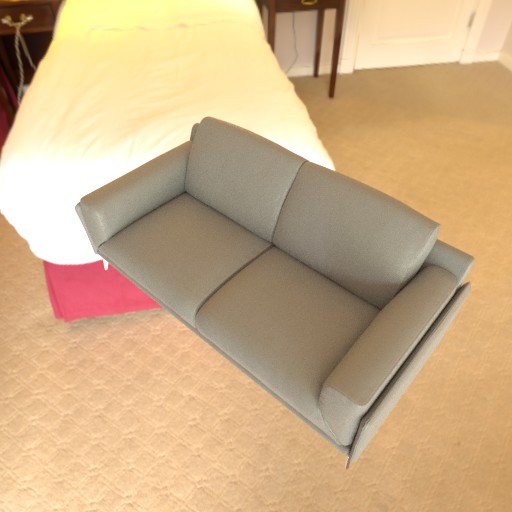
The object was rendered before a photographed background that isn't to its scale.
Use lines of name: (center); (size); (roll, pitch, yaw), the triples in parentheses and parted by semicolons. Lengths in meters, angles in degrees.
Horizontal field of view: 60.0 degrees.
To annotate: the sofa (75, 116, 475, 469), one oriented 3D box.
sofa: (0.000, 0.000, 2.578); (2.101, 0.930, 1.049); (32, 54, 28)
